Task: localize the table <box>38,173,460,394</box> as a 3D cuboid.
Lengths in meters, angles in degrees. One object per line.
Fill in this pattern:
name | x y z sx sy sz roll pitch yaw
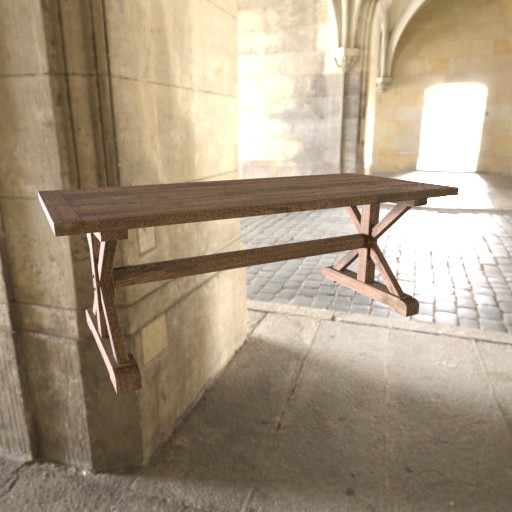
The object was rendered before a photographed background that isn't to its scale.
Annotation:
table | 0.000 0.000 2.435 2.031 0.733 0.907 -9 18 -27
